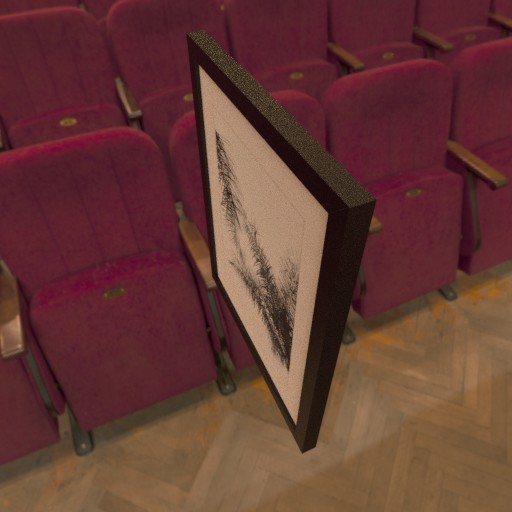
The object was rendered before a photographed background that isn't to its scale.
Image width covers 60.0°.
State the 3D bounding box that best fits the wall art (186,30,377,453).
[{"bbox_3d":[0.000,0.000,0.731,0.028,0.557,0.457,-18,48,-17],"label":"wall art"}]
